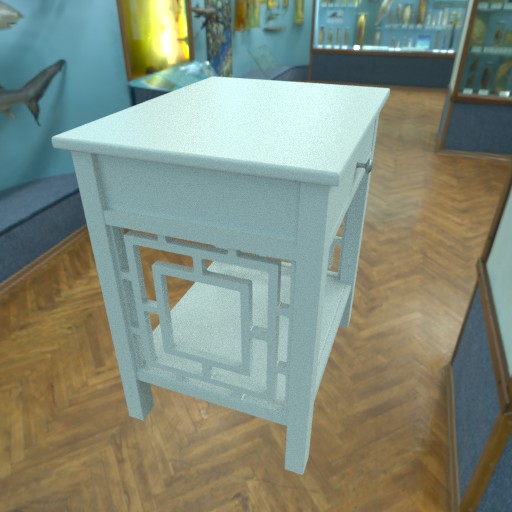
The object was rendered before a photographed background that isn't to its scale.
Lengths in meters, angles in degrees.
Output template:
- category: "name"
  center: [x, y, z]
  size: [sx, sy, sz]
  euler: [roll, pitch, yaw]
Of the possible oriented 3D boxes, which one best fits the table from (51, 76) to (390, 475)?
- category: "table"
  center: [0.000, 0.000, 0.994]
  size: [0.451, 0.646, 0.564]
  euler: [11, 33, 17]
